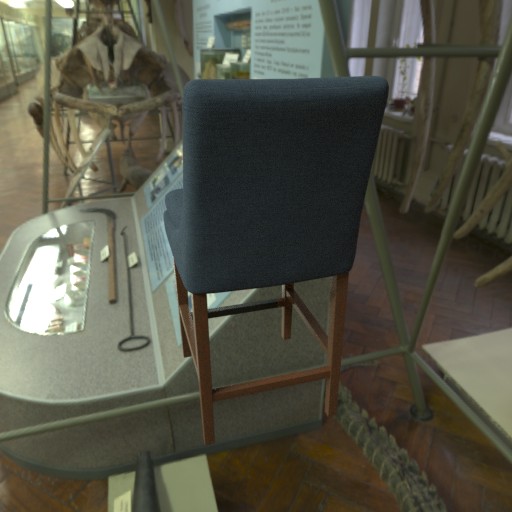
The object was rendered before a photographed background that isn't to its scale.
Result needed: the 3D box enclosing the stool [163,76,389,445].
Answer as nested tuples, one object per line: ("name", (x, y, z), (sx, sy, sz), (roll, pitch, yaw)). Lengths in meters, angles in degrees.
("stool", (0.000, 0.000, 1.272), (0.470, 0.981, 0.577), (-7, 26, -15))
